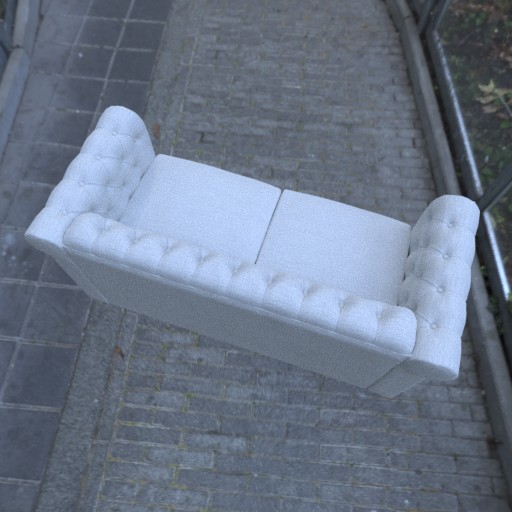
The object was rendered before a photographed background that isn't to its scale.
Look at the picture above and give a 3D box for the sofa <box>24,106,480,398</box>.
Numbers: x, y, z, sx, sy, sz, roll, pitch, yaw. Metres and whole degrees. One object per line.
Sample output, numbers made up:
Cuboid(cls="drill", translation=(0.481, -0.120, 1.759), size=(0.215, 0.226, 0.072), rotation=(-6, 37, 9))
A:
Cuboid(cls="sofa", translation=(0.000, 0.000, 2.167), size=(1.798, 0.797, 0.783), rotation=(17, 65, 8))
